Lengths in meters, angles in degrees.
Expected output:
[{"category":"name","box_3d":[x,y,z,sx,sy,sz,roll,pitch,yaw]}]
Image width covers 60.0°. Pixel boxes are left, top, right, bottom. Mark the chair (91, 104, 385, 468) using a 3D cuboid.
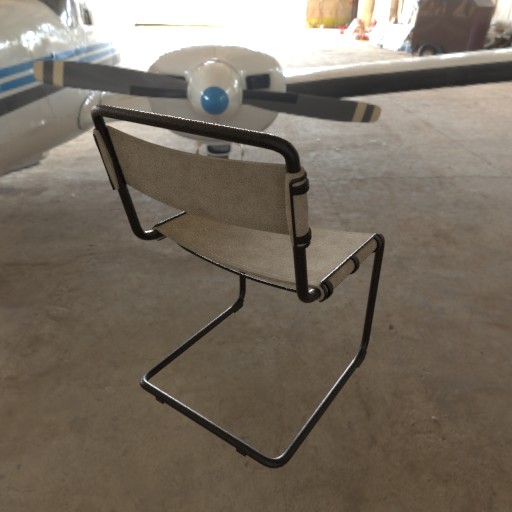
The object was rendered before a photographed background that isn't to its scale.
[{"category":"chair","box_3d":[0.000,0.000,1.086,0.499,0.747,0.497,19,35,30]}]
